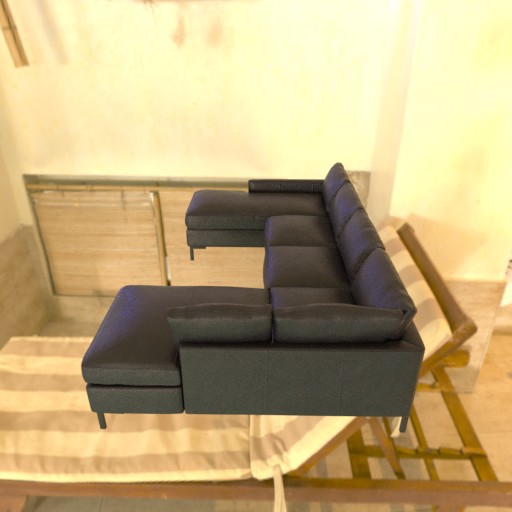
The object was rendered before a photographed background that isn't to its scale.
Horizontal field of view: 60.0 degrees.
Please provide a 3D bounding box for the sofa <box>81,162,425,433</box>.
[{"bbox_3d":[0.000,0.000,3.791,1.939,0.900,2.956,1,28,1],"label":"sofa"}]
